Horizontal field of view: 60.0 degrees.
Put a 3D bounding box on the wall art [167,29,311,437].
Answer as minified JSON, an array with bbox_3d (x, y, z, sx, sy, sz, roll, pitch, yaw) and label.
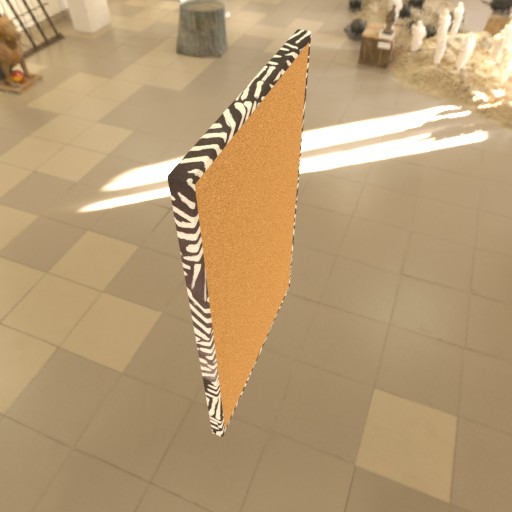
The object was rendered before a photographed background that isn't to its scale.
[{"bbox_3d":[0.000,0.000,1.160,0.035,0.918,0.615,16,48,15],"label":"wall art"}]
